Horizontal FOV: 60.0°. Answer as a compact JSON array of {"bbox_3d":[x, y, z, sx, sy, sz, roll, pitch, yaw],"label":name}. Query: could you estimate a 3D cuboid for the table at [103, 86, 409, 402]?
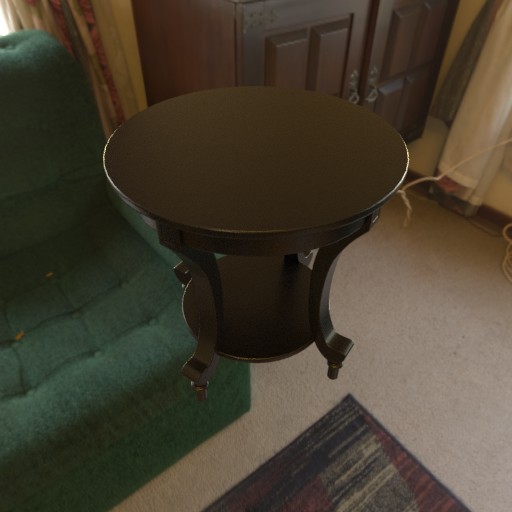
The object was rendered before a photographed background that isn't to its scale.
[{"bbox_3d":[0.000,0.000,1.095,0.597,0.618,0.597,0,41,0],"label":"table"}]
